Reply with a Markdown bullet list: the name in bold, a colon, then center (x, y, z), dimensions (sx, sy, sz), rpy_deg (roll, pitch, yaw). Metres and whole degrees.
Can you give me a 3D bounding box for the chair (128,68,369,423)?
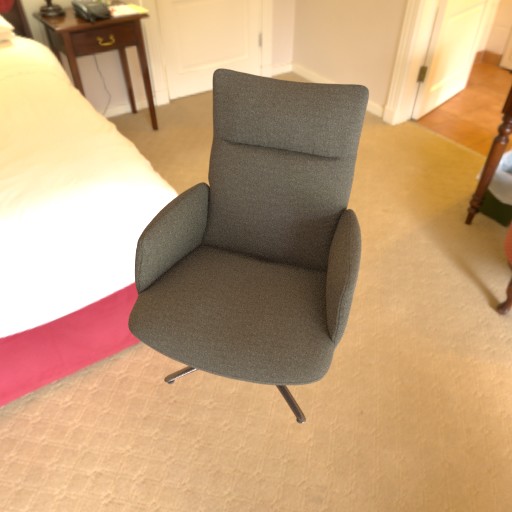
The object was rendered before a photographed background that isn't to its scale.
- **chair**: center (0.000, 0.000, 1.537), dimensions (0.702, 0.984, 0.831), rpy_deg (12, 43, 13)
